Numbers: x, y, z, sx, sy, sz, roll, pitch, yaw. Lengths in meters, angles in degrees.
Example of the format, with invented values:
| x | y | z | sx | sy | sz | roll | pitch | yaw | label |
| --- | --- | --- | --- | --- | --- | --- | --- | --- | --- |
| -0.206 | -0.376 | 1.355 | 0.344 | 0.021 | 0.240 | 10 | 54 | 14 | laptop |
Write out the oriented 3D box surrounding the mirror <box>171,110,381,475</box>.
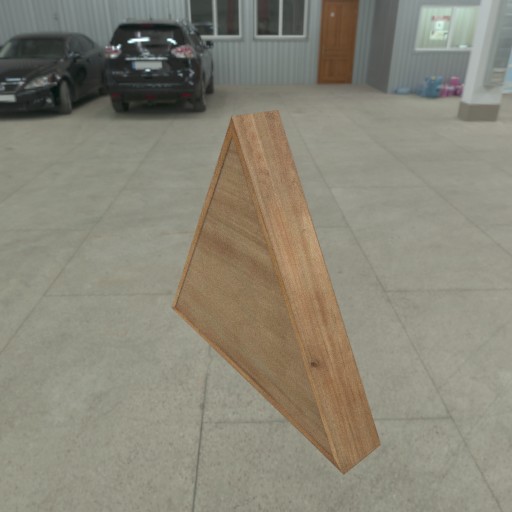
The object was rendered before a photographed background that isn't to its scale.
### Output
| x | y | z | sx | sy | sz | roll | pitch | yaw | label |
| --- | --- | --- | --- | --- | --- | --- | --- | --- | --- |
| 0.000 | 0.000 | 0.879 | 0.100 | 0.548 | 0.631 | -19 | 33 | -32 | mirror |
